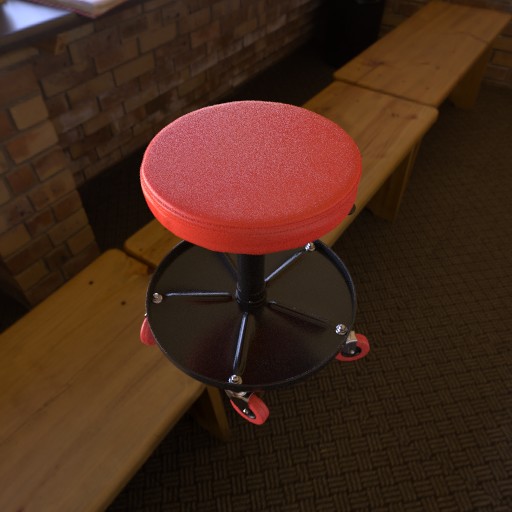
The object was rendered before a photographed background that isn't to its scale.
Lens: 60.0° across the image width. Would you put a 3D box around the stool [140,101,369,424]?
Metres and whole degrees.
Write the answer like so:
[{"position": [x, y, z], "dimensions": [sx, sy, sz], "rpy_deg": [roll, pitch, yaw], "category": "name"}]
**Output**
[{"position": [0.000, 0.000, 0.673], "dimensions": [0.382, 0.365, 0.381], "rpy_deg": [2, 46, 2], "category": "stool"}]
